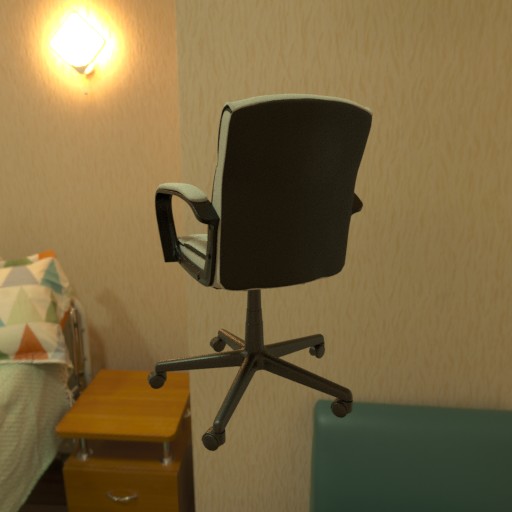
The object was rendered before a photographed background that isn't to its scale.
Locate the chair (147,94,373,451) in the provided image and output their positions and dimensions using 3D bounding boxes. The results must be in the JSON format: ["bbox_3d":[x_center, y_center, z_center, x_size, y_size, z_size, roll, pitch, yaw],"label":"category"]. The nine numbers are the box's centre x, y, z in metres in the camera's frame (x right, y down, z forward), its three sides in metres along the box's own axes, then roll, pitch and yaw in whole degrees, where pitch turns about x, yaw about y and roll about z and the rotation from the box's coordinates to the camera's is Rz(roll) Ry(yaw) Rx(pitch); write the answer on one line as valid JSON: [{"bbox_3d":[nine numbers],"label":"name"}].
[{"bbox_3d":[0.000,0.000,1.543,0.739,1.004,0.717,-7,16,-25],"label":"chair"}]
